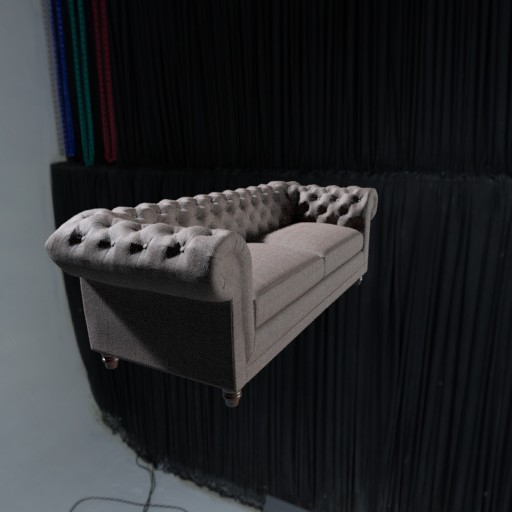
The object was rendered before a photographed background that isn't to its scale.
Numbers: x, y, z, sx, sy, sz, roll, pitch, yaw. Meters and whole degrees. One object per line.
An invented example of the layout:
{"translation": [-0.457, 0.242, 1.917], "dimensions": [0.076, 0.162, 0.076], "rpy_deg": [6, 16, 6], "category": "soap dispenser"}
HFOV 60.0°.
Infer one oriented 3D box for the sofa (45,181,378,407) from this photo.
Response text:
{"translation": [0.000, 0.000, 2.780], "dimensions": [0.944, 0.787, 2.385], "rpy_deg": [7, 15, 27], "category": "sofa"}
